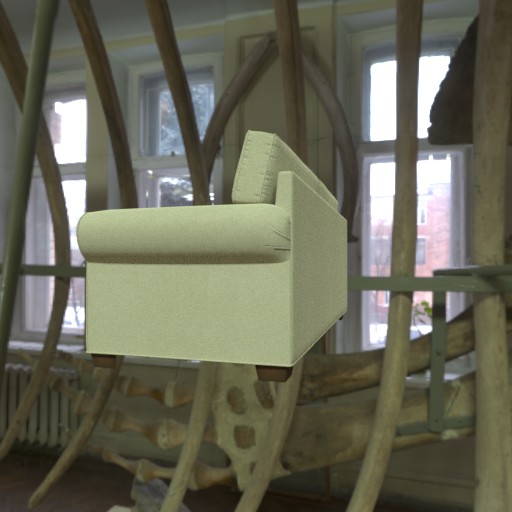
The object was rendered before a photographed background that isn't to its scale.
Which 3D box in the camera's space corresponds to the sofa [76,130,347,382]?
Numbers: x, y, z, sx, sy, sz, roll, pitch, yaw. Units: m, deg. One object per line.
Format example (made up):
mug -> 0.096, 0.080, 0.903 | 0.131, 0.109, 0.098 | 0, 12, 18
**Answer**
sofa -> 0.000, 0.000, 2.687 | 0.901, 0.962, 2.146 | 0, -1, 17
